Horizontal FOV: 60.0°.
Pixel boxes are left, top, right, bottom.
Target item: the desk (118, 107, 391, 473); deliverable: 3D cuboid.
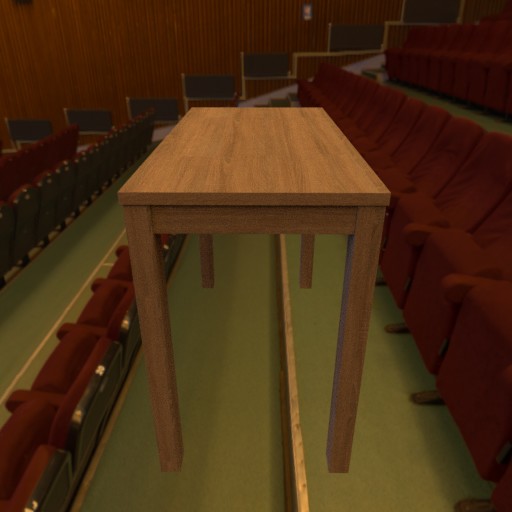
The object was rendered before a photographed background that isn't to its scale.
[{"bbox_3d":[0.000,0.000,1.416,0.495,0.762,0.991,0,27,0],"label":"desk"}]
